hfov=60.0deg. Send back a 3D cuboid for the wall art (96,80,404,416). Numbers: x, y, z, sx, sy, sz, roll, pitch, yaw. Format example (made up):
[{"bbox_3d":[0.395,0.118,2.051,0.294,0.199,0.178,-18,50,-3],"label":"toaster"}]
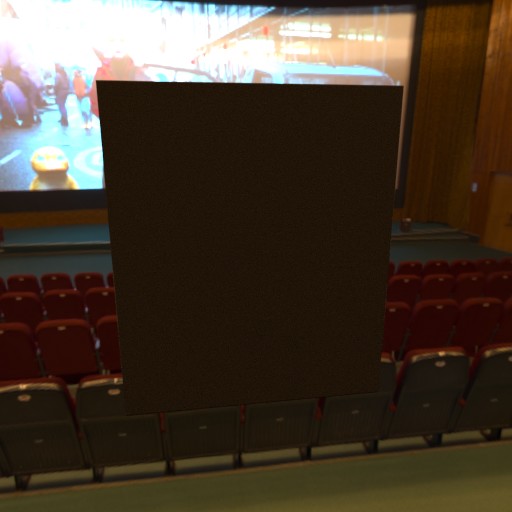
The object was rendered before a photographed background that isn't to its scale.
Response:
[{"bbox_3d":[0.000,0.000,0.704,0.435,0.511,0.037,-2,16,-9],"label":"wall art"}]
